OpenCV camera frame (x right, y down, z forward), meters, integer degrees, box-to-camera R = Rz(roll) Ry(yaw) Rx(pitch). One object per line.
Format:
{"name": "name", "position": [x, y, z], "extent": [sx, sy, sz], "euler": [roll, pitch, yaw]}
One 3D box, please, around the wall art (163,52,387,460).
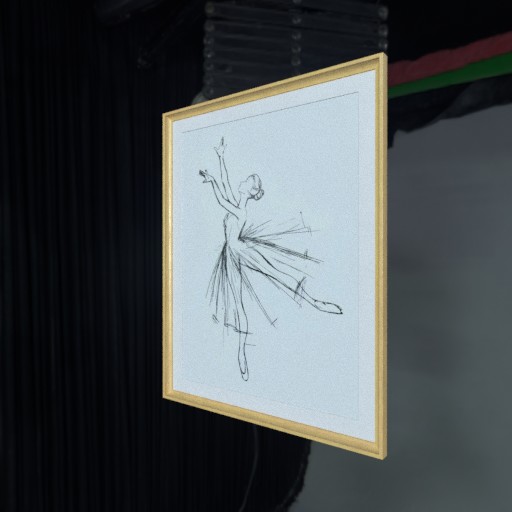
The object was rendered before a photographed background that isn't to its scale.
{"name": "wall art", "position": [0.000, 0.000, 1.339], "extent": [0.798, 1.002, 0.030], "euler": [0, 0, 37]}
